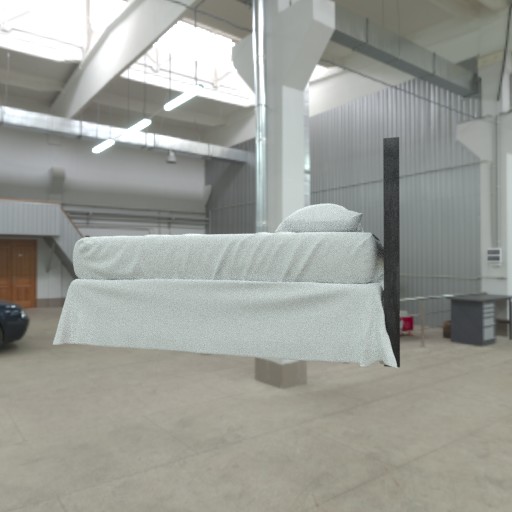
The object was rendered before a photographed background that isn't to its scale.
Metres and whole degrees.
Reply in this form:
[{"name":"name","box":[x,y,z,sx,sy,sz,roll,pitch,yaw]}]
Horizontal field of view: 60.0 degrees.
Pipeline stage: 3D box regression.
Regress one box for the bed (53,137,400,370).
[{"name":"bed","box":[0.000,0.000,3.474,2.165,1.158,2.255,0,-1,18]}]
